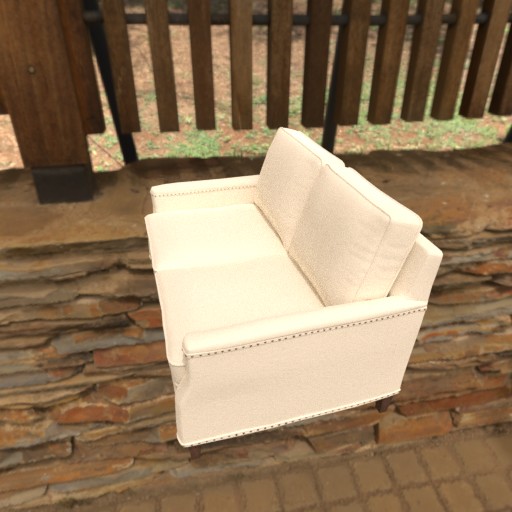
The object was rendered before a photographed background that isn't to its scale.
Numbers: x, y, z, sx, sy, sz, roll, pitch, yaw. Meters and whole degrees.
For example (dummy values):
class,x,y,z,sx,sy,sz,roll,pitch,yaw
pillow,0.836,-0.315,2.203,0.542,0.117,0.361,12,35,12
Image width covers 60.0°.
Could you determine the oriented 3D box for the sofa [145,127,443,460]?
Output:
class,x,y,z,sx,sy,sz,roll,pitch,yaw
sofa,0.000,0.000,2.353,1.084,1.003,1.597,-8,32,-14
